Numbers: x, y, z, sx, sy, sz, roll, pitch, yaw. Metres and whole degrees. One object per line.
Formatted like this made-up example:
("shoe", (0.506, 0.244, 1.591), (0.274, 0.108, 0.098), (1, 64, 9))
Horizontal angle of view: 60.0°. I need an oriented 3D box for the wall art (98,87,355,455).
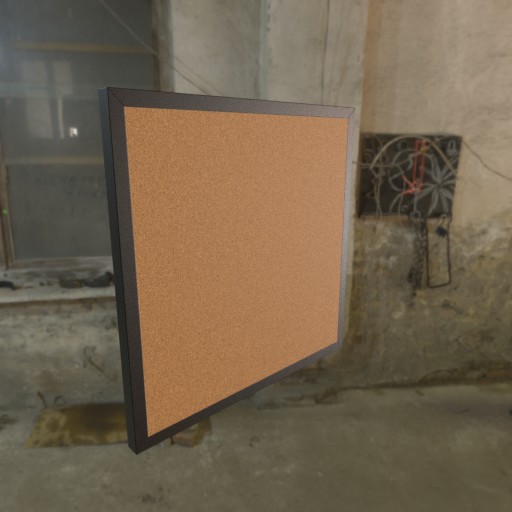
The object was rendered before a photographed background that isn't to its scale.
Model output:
("wall art", (0.000, 0.000, 1.151), (0.765, 0.765, 0.038), (-14, 20, -42))
